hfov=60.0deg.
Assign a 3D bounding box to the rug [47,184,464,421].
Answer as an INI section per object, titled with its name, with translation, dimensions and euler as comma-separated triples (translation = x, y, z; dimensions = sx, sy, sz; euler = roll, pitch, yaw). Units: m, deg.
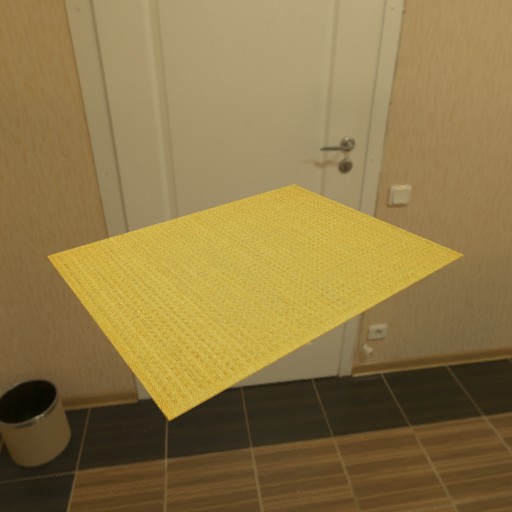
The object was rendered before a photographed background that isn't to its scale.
[rug]
translation = 0.000, 0.000, 4.347
dimensions = 3.242, 0.015, 2.486
euler = -21, 36, -32
